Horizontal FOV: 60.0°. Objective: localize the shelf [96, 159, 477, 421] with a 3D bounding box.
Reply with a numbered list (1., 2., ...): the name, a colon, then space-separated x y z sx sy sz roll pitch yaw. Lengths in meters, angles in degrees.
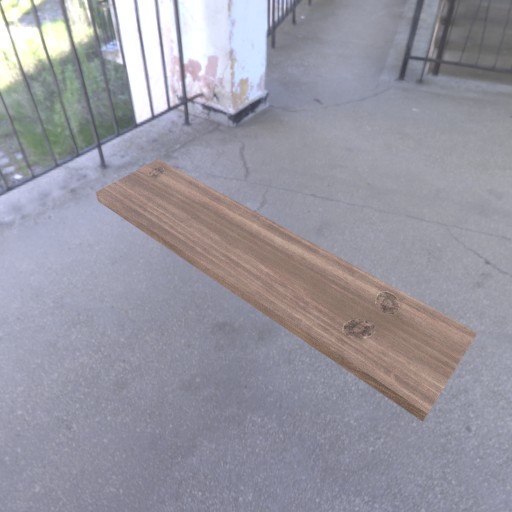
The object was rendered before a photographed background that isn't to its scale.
1. shelf: 0.000 0.000 0.664 0.610 0.020 0.140 31 52 28
